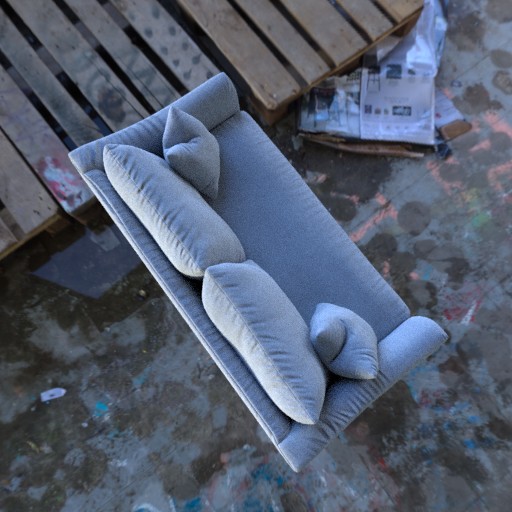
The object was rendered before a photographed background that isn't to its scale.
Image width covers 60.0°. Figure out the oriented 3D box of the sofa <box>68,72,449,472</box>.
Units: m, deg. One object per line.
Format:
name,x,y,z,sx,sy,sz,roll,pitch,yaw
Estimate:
sofa,0.000,0.000,2.612,1.072,1.018,2.010,-36,79,-8
